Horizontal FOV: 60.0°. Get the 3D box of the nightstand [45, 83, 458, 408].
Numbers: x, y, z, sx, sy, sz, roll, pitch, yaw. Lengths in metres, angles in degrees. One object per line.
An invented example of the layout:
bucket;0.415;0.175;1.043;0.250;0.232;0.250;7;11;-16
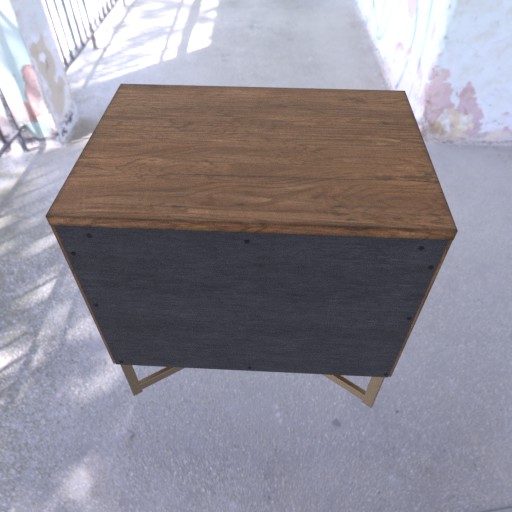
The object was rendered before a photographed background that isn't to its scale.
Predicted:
nightstand;0.000;0.000;1.026;0.610;0.610;0.446;2;47;2
